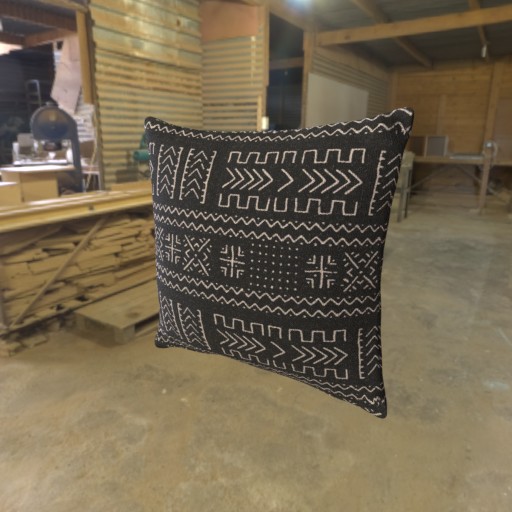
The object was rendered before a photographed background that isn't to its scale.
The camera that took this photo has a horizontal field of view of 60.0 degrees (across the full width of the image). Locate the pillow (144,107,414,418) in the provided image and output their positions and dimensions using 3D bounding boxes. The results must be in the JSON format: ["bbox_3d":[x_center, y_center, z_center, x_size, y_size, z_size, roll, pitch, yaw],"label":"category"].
[{"bbox_3d":[0.000,0.000,0.691,0.438,0.430,0.164,9,18,28],"label":"pillow"}]
